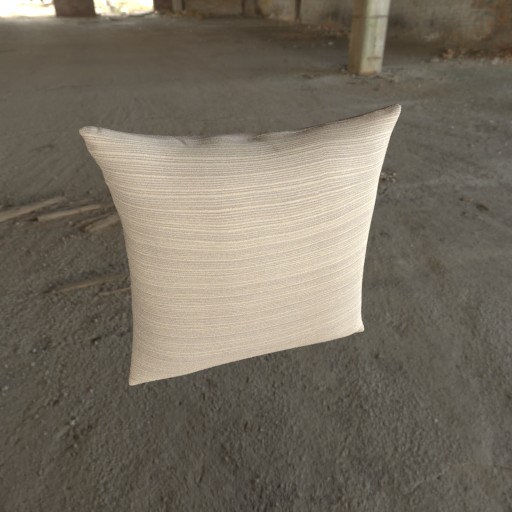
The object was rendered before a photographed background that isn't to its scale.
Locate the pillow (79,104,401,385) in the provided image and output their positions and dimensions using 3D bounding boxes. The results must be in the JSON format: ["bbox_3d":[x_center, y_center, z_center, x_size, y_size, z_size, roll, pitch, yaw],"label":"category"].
[{"bbox_3d":[0.000,0.000,0.792,0.512,0.497,0.204,-10,33,-16],"label":"pillow"}]
